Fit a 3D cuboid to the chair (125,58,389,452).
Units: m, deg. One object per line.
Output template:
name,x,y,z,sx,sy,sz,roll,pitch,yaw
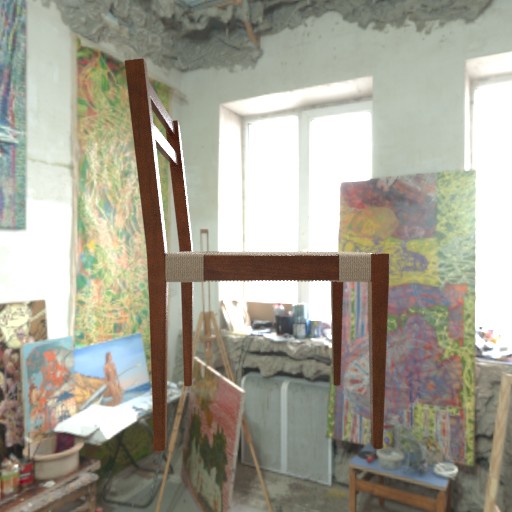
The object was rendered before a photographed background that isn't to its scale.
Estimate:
chair,0.000,0.000,1.199,0.569,0.851,0.495,0,1,-1
